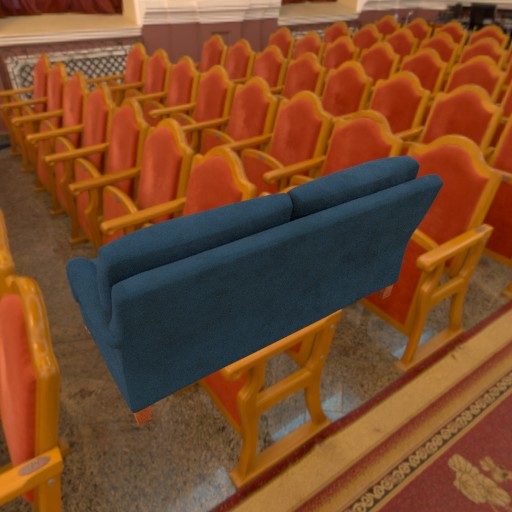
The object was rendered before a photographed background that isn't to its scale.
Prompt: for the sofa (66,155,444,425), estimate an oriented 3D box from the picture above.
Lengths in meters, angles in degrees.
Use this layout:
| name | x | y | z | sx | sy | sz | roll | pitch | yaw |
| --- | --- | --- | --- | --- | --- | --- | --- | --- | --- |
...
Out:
| name | x | y | z | sx | sy | sz | roll | pitch | yaw |
| --- | --- | --- | --- | --- | --- | --- | --- | --- | --- |
| sofa | 0.000 | 0.000 | 2.805 | 2.141 | 1.101 | 1.084 | -20 | 38 | -29 |
